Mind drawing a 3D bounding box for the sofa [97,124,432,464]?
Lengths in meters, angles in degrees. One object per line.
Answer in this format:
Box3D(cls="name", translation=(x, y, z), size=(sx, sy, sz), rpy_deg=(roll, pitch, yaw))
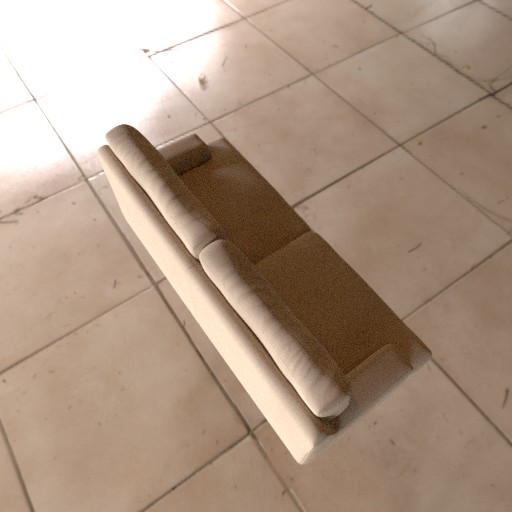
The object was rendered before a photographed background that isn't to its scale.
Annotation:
Box3D(cls="sofa", translation=(0.000, 0.000, 2.690), size=(0.929, 0.925, 2.147), rpy_deg=(-31, 63, -18))
